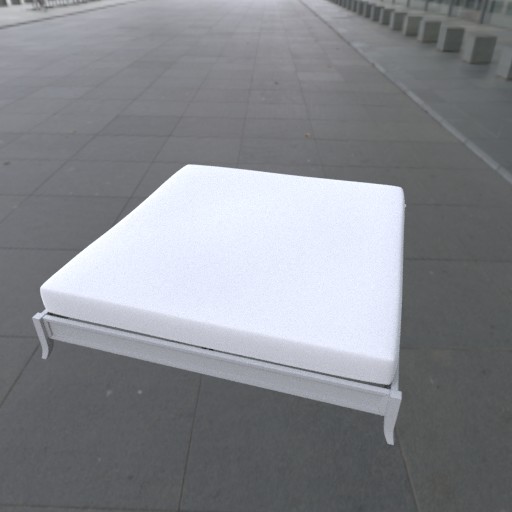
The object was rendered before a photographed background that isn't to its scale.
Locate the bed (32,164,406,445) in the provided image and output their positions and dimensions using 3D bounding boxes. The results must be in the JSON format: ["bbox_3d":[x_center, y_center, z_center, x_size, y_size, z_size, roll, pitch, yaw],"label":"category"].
[{"bbox_3d":[0.000,0.000,3.085,2.007,0.510,2.108,9,34,14],"label":"bed"}]
